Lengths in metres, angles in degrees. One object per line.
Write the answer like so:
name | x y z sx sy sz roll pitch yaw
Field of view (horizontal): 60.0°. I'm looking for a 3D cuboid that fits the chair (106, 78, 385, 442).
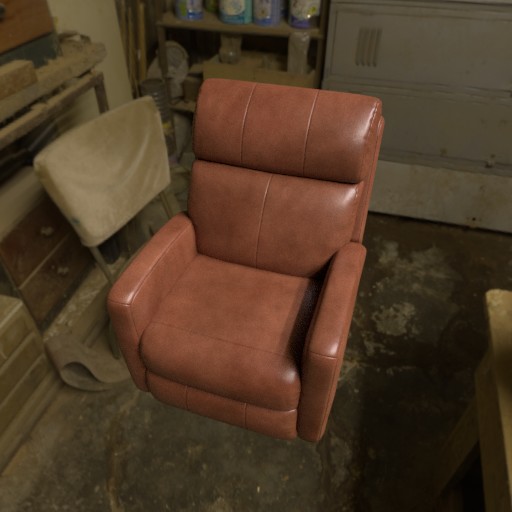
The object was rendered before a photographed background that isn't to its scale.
chair | 0.000 0.000 1.673 0.787 1.016 0.939 12 42 14
